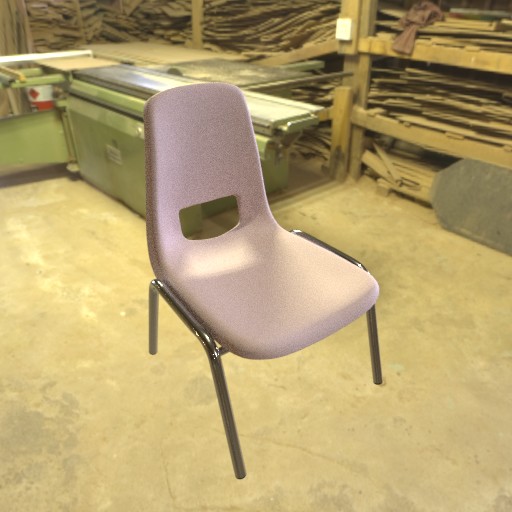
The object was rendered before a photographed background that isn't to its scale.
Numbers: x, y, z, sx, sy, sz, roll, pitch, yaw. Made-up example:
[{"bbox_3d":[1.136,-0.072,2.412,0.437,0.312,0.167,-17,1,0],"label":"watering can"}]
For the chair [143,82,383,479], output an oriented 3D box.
[{"bbox_3d":[0.000,0.000,0.795,0.354,0.537,0.385,-21,36,-31],"label":"chair"}]
